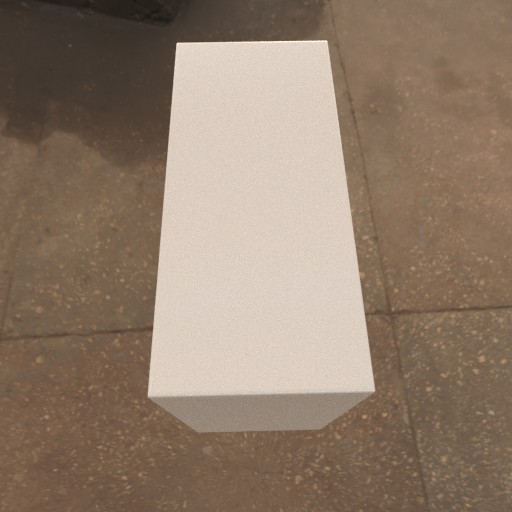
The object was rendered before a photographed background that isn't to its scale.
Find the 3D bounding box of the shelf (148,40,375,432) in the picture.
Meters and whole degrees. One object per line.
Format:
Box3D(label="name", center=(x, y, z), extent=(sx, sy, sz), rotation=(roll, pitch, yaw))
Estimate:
Box3D(label="shelf", center=(0.000, 0.000, 1.293), extent=(0.396, 0.732, 0.895), rotation=(-1, 64, -1))
